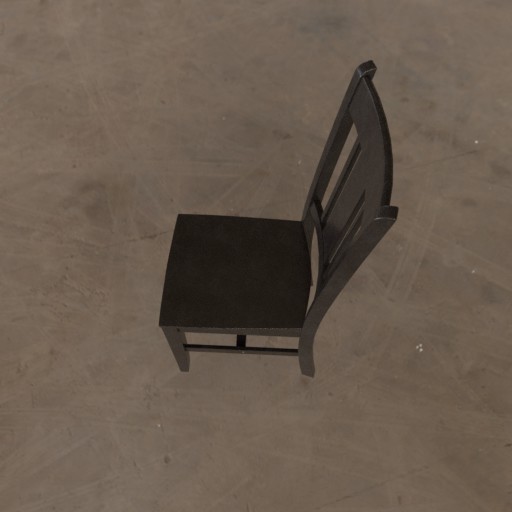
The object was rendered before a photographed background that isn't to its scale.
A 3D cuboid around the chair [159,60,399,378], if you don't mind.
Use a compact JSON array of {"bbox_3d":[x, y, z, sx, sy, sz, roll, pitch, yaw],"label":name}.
[{"bbox_3d":[0.000,0.000,1.312,0.555,0.998,0.450,2,58,1],"label":"chair"}]
